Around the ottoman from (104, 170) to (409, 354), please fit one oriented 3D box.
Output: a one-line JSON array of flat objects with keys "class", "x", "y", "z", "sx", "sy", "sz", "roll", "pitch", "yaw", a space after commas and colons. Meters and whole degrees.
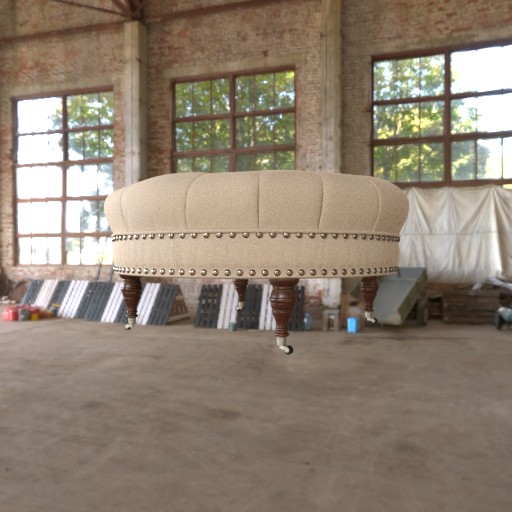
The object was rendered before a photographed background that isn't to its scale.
[{"class": "ottoman", "x": 0.000, "y": 0.000, "z": 1.381, "sx": 0.901, "sy": 0.439, "sz": 0.901, "roll": 0, "pitch": 0, "yaw": 0}]
